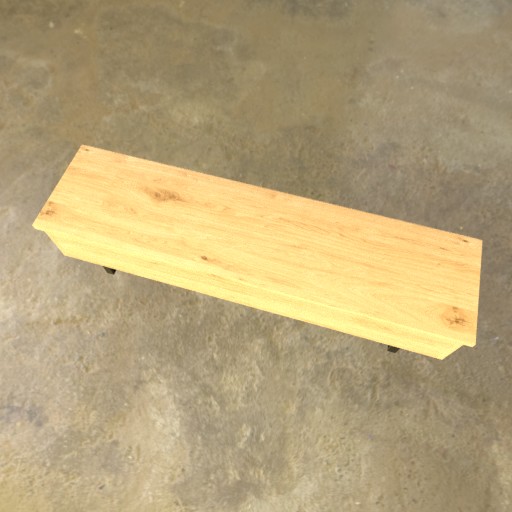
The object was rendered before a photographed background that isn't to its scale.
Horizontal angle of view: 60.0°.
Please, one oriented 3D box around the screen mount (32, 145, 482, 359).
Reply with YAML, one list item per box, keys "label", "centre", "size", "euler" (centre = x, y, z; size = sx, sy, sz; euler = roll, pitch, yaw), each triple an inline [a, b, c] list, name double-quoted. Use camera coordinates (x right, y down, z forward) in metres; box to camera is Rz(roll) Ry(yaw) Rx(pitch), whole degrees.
- label: "screen mount"
  centre: [0.000, 0.000, 1.919]
  size: [1.700, 0.430, 0.450]
  euler: [15, 63, 8]
